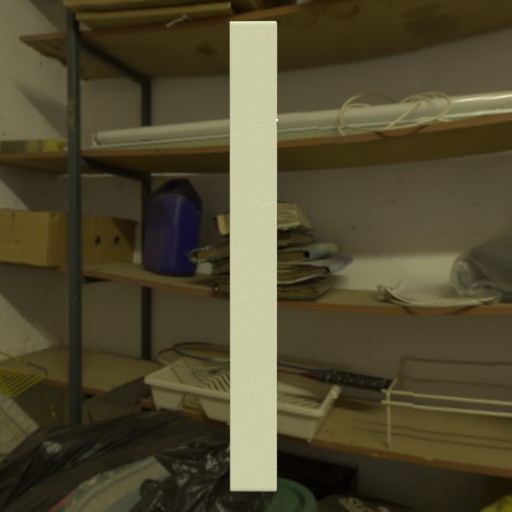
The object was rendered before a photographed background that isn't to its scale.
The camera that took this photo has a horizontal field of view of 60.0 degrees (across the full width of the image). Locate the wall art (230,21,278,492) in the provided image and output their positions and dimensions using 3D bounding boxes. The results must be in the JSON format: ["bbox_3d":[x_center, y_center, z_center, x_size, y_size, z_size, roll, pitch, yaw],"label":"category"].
[{"bbox_3d":[0.000,0.000,0.485,0.039,0.381,0.252,0,1,1],"label":"wall art"}]
